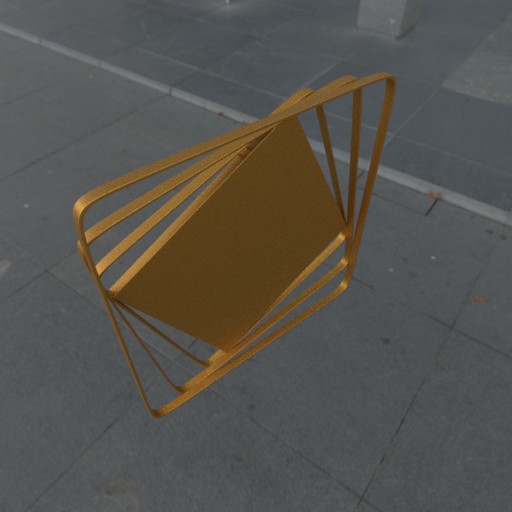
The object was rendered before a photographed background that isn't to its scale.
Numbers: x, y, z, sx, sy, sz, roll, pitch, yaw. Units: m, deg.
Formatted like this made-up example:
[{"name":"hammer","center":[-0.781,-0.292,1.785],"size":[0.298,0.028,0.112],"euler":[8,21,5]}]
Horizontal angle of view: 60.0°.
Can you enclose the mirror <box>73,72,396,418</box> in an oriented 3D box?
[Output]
[{"name":"mirror","center":[0.000,0.000,0.676],"size":[0.470,0.468,0.045],"euler":[-30,53,-25]}]
